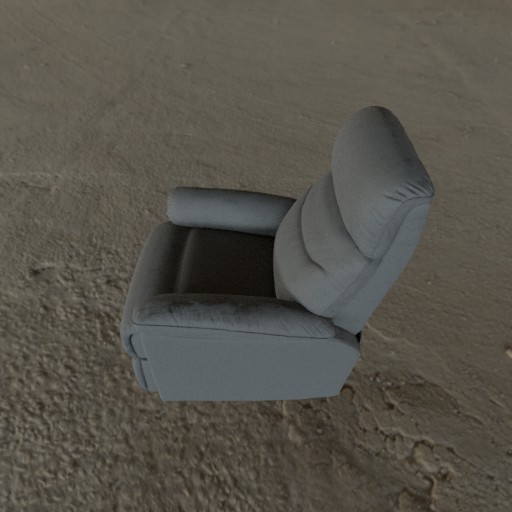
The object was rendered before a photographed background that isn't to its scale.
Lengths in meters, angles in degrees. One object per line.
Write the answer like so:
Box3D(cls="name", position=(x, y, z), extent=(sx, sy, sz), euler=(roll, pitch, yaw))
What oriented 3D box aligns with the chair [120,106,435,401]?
Box3D(cls="chair", position=(0.000, 0.000, 1.733), extent=(1.004, 1.037, 0.820), euler=(1, 41, 1))
